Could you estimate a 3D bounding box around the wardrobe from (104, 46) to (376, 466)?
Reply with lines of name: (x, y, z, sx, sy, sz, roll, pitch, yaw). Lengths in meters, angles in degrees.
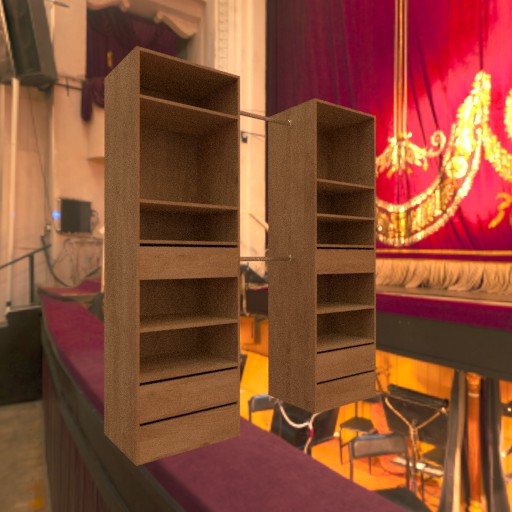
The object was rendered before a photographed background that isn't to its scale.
wardrobe: (0.000, 0.000, 2.830, 1.770, 2.000, 0.480, 0, 0, -36)
